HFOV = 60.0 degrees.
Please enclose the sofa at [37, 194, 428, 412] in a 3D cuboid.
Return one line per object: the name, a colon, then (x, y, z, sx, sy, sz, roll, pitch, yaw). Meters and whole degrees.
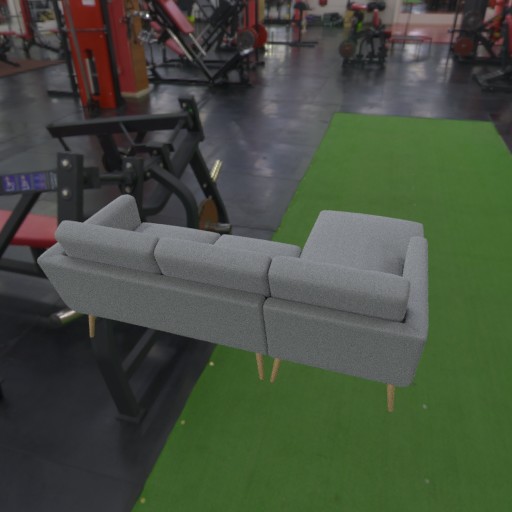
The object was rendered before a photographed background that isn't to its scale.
sofa: (0.000, 0.000, 2.825, 2.040, 0.860, 1.530, 10, 33, 15)
